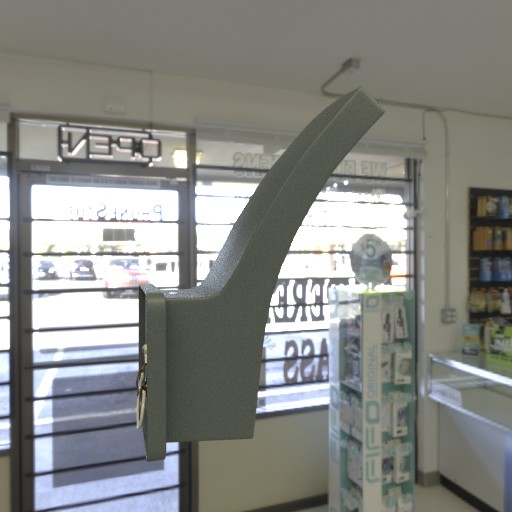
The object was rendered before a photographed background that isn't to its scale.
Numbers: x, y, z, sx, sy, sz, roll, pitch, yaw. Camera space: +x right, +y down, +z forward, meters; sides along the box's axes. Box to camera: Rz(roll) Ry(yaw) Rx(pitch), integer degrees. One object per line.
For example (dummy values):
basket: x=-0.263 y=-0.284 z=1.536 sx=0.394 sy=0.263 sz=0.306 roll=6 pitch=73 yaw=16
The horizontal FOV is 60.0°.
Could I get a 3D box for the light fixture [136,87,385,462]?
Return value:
light fixture: x=0.000 y=0.000 z=0.330 sx=0.174 sy=0.243 sz=0.108 roll=0 pitch=0 yaw=-17
